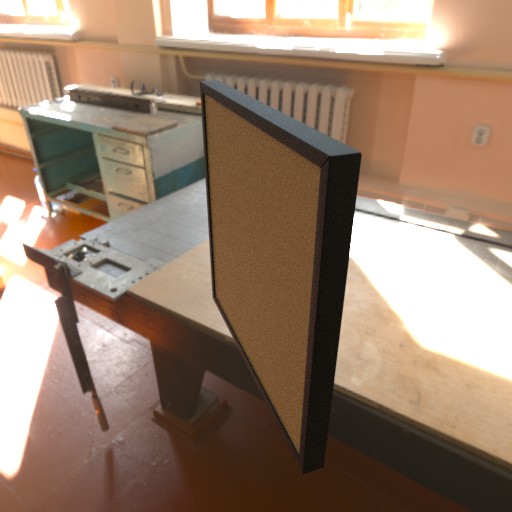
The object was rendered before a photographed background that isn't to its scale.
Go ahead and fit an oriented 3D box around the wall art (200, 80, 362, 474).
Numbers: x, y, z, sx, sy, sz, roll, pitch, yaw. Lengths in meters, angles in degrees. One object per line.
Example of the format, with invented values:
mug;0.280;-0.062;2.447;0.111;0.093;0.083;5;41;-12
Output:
wall art;0.000;0.000;0.776;0.037;0.508;0.508;-11;32;-18
